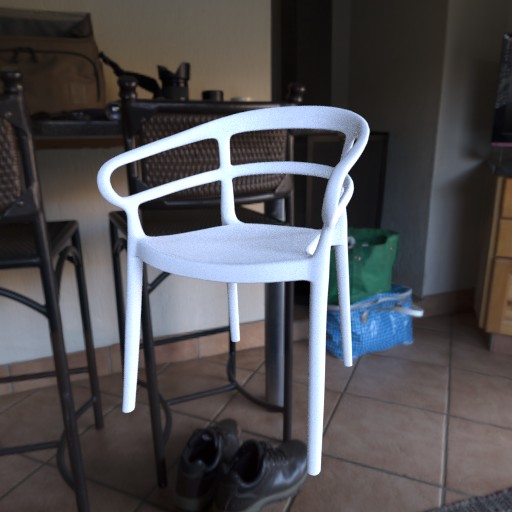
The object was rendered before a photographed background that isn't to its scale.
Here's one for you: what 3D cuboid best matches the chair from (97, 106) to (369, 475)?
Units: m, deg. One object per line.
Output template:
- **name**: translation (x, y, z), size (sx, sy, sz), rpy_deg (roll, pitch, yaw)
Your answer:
- **chair**: translation (0.000, 0.000, 1.133), size (0.559, 0.761, 0.527), rpy_deg (7, 16, 25)
